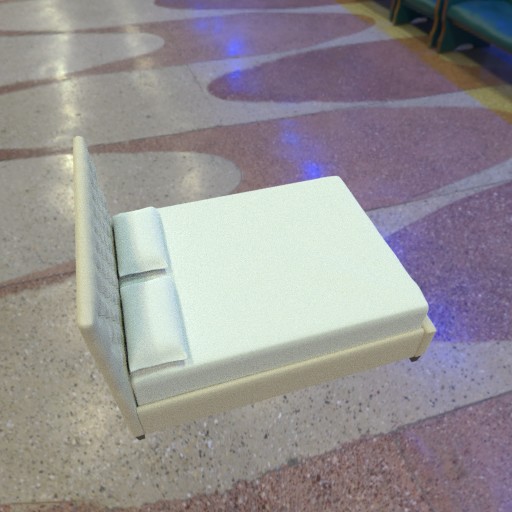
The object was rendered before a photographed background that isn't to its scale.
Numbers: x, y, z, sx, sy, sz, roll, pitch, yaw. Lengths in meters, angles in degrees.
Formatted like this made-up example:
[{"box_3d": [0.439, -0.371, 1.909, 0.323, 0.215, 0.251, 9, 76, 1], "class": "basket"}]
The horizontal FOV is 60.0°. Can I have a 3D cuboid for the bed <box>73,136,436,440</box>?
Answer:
[{"box_3d": [0.000, 0.000, 3.308, 2.233, 1.426, 1.696, -12, 48, -11], "class": "bed"}]
